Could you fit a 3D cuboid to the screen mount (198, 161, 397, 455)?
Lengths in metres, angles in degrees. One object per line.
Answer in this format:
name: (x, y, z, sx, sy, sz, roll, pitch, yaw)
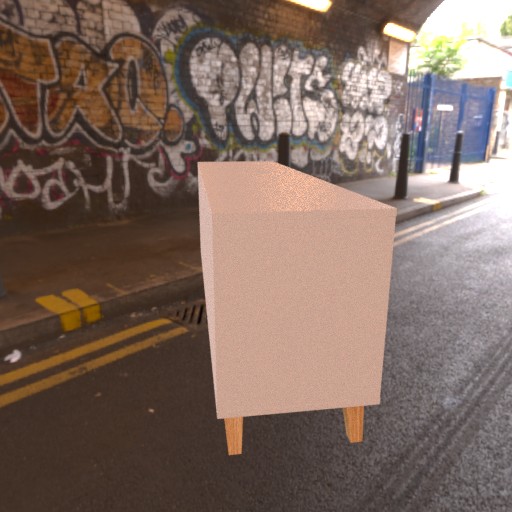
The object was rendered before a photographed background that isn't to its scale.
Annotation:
screen mount: (0.000, 0.000, 1.724, 0.400, 0.619, 1.490, -2, 16, -8)
